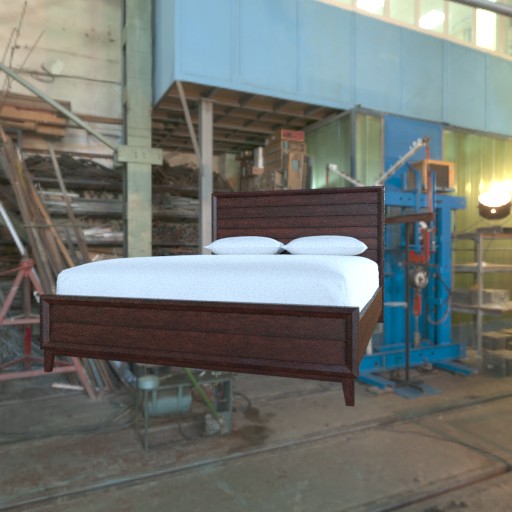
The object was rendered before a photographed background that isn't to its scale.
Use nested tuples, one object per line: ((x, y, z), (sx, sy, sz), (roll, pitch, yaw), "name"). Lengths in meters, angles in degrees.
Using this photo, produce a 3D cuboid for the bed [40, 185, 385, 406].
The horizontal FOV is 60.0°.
((0.000, 0.000, 3.886), (2.040, 1.492, 2.803), (0, 1, 19), "bed")
